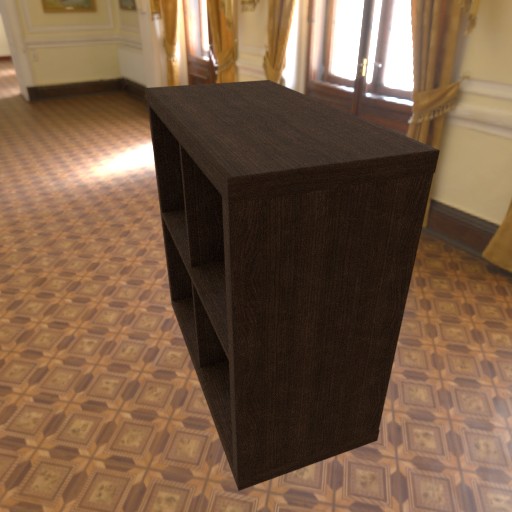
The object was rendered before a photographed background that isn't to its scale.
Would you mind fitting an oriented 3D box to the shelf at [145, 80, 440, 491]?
[{"bbox_3d":[0.000,0.000,1.236,0.390,0.786,0.790,-11,32,-18],"label":"shelf"}]
